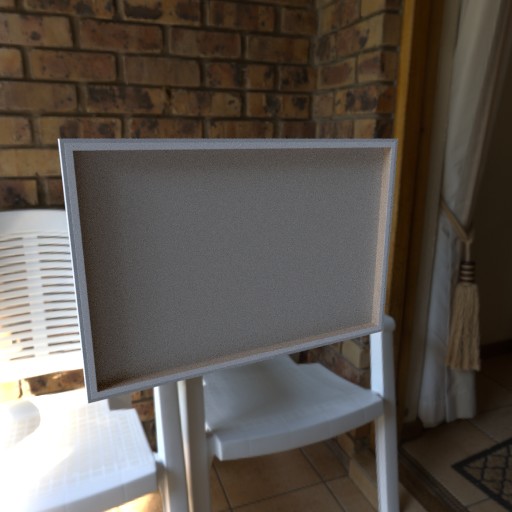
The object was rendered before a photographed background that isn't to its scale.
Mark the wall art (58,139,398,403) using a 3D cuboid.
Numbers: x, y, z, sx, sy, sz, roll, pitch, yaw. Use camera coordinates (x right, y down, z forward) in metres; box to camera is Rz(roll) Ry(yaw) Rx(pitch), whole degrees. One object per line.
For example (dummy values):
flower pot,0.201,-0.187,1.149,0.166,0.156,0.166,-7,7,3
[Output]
wall art,0.000,0.000,1.194,0.915,0.610,0.038,-7,16,-26
